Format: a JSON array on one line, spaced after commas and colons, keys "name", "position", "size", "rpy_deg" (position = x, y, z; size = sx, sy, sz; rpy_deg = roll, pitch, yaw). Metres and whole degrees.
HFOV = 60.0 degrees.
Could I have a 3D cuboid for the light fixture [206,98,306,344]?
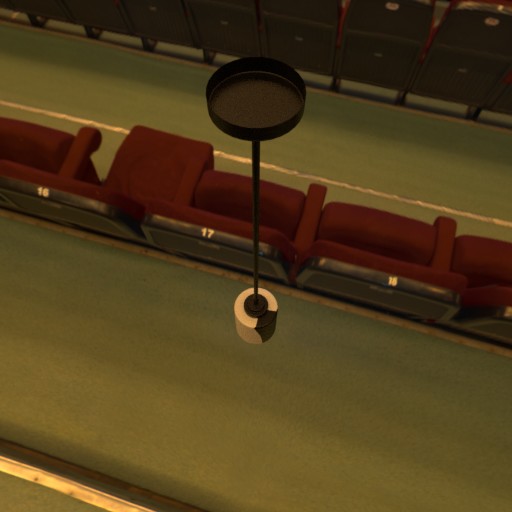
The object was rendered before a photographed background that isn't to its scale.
[{"name": "light fixture", "position": [0.000, 0.000, 0.924], "size": [0.123, 0.863, 0.123], "rpy_deg": [14, 63, 8]}]
